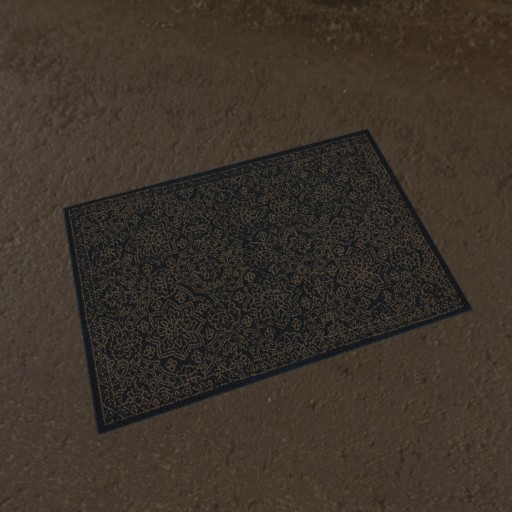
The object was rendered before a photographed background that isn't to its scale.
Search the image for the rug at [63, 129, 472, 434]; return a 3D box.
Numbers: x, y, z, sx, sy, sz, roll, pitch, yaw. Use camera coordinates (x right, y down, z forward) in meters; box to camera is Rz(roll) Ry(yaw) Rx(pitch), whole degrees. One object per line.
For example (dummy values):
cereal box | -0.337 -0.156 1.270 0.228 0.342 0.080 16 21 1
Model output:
rug | 0.000 0.000 2.293 1.829 0.010 1.219 -16 64 -8
